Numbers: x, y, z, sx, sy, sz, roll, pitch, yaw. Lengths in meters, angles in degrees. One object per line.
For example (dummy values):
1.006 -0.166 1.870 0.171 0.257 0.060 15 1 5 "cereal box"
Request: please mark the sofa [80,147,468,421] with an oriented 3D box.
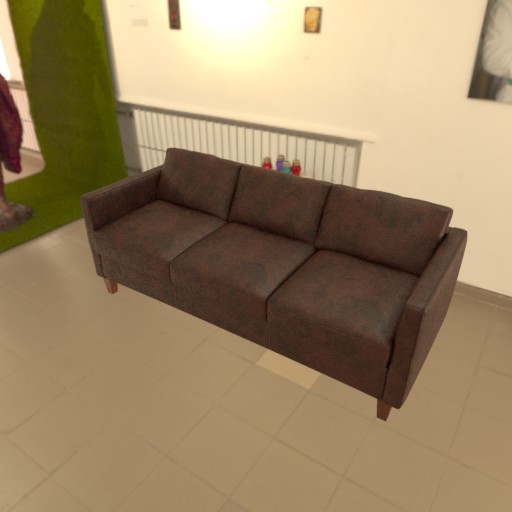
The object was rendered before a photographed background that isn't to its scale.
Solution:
0.000 0.000 3.067 2.464 1.006 1.045 18 35 28 "sofa"
